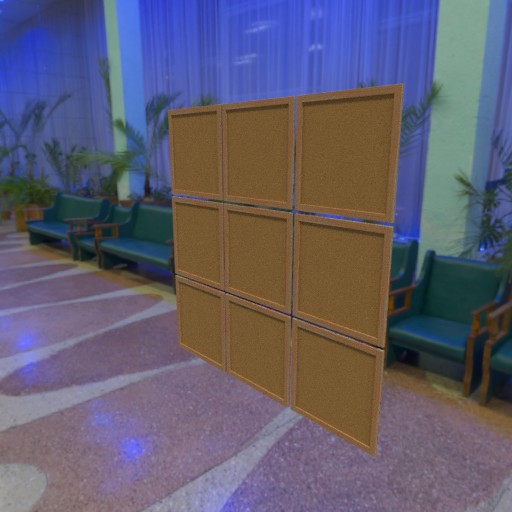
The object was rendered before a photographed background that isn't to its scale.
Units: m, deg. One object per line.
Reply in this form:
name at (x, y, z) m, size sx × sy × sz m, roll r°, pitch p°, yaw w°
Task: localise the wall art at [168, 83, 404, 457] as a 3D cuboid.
wall art at (0.000, 0.000, 2.280) m, size 0.013 × 1.519 × 1.521 m, roll -12°, pitch 18°, yaw -42°
